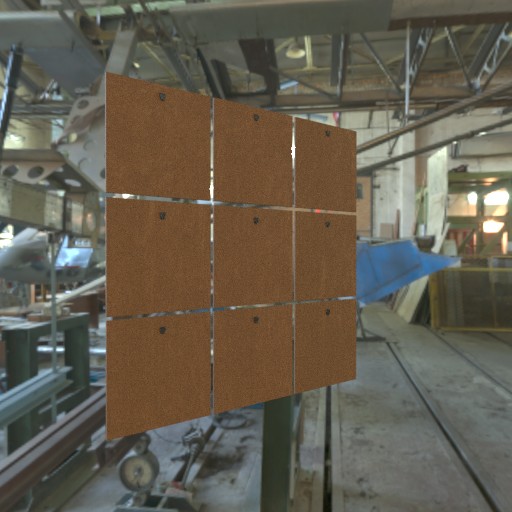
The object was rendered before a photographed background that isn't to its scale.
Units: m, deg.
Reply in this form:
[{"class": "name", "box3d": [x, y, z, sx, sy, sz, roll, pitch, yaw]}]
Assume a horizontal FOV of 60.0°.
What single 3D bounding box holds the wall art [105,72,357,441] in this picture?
[{"class": "wall art", "box3d": [0.000, 0.000, 2.277, 1.526, 1.522, 0.023, 0, 1, -36]}]
